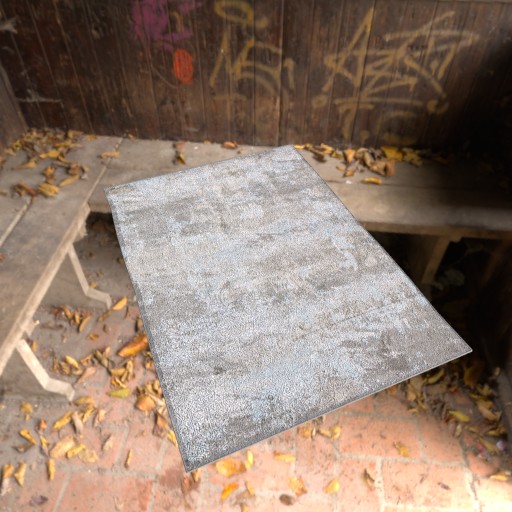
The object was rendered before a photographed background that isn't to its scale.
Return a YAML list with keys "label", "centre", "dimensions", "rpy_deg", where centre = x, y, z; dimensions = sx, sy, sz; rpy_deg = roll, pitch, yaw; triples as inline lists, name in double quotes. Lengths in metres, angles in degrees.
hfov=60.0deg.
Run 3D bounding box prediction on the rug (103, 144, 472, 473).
- label: "rug"
  centre: [0.000, 0.000, 4.295]
  dimensions: [2.393, 0.013, 3.307]
  rpy_deg: [-17, 48, -16]
